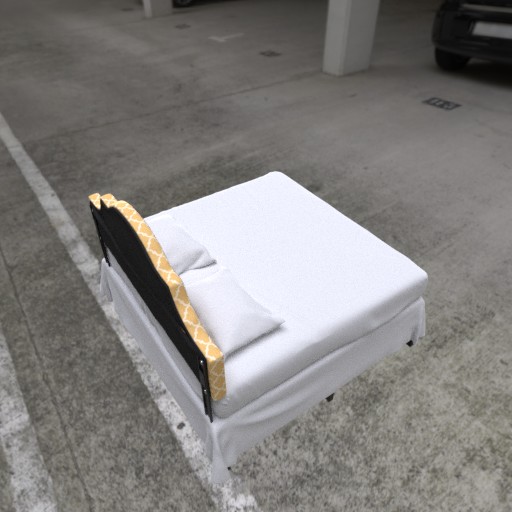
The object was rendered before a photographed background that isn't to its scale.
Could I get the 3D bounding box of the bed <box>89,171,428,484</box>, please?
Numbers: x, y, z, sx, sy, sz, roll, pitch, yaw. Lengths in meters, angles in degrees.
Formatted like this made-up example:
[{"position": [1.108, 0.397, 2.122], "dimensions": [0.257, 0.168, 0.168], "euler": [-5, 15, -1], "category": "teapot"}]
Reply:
[{"position": [0.000, 0.000, 3.670], "dimensions": [2.222, 1.601, 2.314], "euler": [-24, 46, -26], "category": "bed"}]
